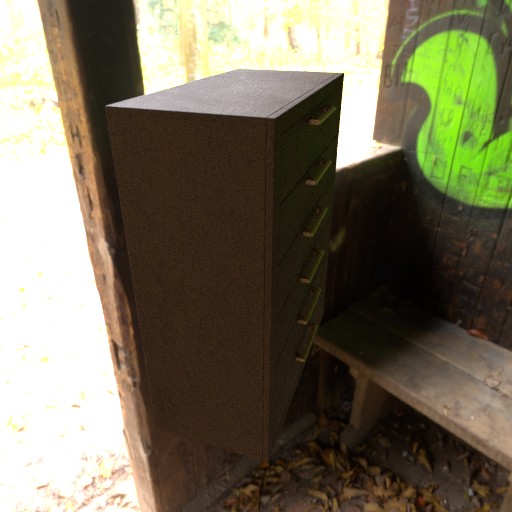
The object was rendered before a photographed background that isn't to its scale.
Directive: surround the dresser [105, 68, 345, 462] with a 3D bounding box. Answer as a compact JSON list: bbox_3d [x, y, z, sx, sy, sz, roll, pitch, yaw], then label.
[{"bbox_3d":[0.000,0.000,1.826,0.516,1.320,0.964,10,30,17],"label":"dresser"}]
